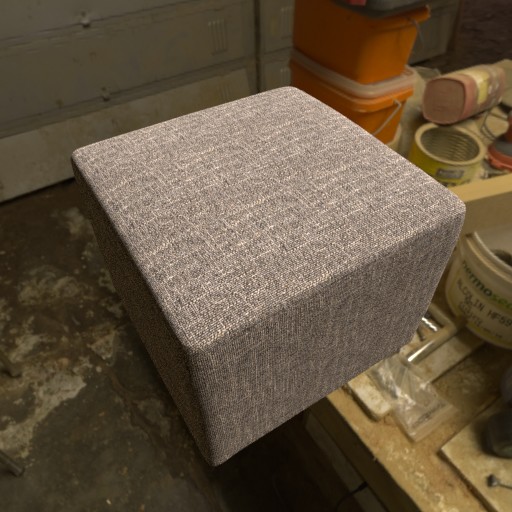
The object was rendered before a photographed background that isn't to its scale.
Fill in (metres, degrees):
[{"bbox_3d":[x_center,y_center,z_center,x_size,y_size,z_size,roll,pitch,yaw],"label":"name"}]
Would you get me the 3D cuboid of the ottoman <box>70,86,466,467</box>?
[{"bbox_3d":[0.000,0.000,0.897,0.521,0.453,0.512,-25,51,-21],"label":"ottoman"}]
